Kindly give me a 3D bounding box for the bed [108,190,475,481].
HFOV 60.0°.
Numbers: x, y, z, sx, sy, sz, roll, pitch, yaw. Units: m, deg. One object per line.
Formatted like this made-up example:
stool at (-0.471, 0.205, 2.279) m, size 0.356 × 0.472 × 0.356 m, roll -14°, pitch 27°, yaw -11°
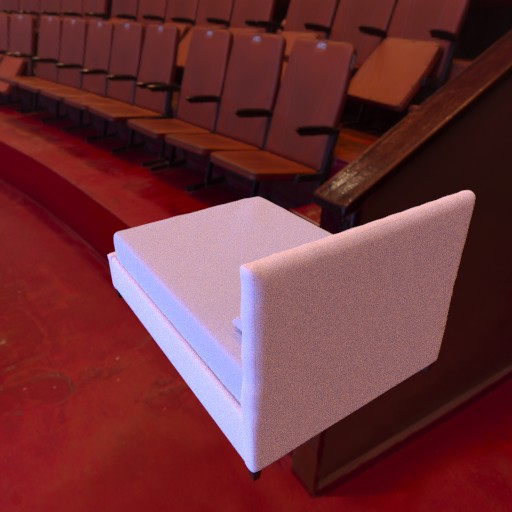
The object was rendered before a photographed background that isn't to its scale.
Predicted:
bed at (0.000, 0.000, 3.474) m, size 1.698 × 1.427 × 2.387 m, roll -18°, pitch 34°, yaw -30°
